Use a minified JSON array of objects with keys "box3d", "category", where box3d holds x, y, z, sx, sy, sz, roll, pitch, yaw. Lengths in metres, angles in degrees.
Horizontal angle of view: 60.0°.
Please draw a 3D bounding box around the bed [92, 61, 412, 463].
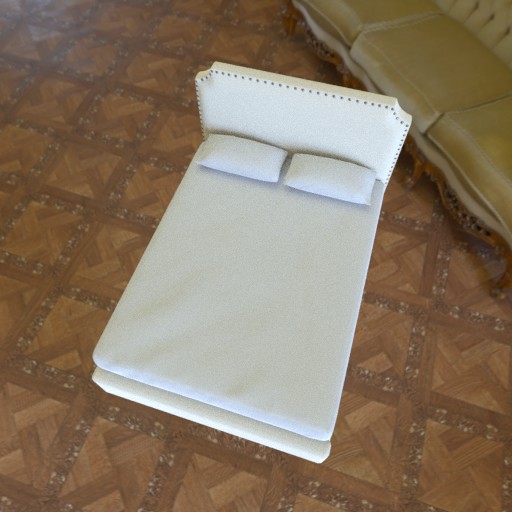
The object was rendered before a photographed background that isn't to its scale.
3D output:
[{"box3d":[0.000,0.000,3.323,1.703,1.415,2.329,15,60,9],"category":"bed"}]
